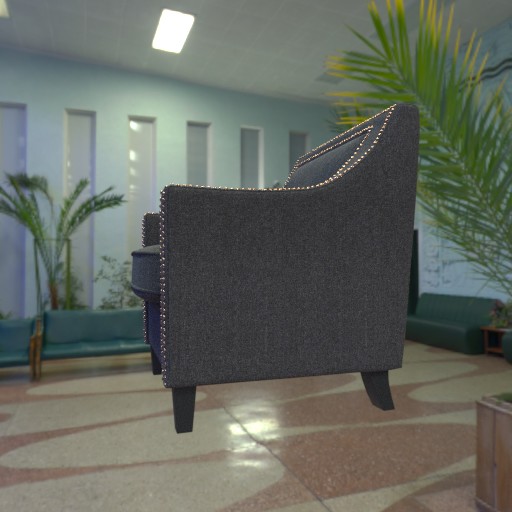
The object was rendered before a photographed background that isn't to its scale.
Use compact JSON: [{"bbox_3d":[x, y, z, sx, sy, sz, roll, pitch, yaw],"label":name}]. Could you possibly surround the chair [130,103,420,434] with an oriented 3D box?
[{"bbox_3d":[0.000,0.000,1.629,0.884,0.967,0.776,0,-1,-18],"label":"chair"}]
